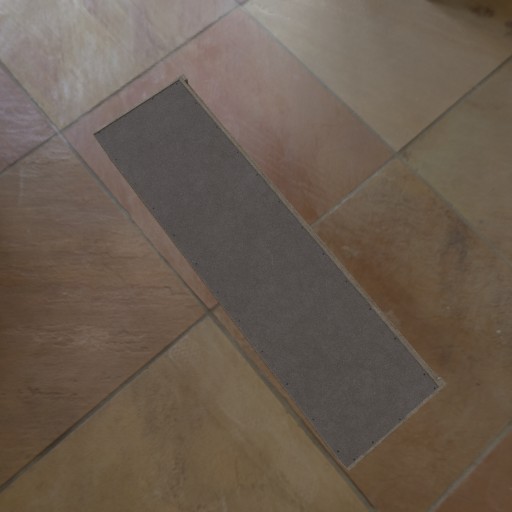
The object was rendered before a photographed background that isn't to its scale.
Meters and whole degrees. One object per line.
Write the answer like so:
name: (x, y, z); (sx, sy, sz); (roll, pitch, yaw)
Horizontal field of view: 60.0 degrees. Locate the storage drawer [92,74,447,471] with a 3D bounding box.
storage drawer: (0.000, 0.000, 2.307); (0.591, 0.274, 2.072); (-37, 78, -9)
